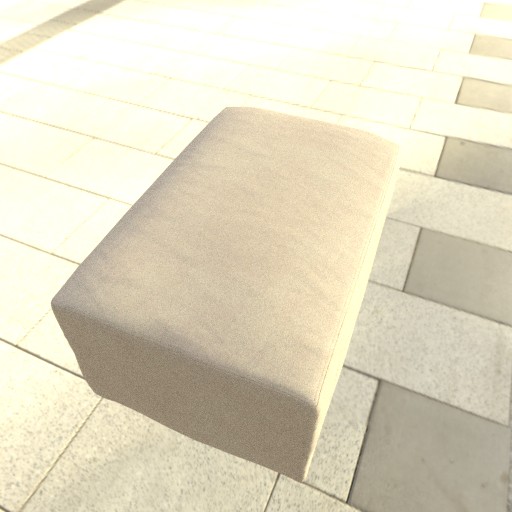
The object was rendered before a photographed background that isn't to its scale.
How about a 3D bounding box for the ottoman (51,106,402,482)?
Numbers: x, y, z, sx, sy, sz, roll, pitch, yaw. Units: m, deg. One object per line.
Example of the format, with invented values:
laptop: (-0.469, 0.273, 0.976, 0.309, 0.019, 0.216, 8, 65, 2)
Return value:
ottoman: (0.000, 0.000, 1.182, 0.590, 0.444, 0.872, 17, 49, 15)
